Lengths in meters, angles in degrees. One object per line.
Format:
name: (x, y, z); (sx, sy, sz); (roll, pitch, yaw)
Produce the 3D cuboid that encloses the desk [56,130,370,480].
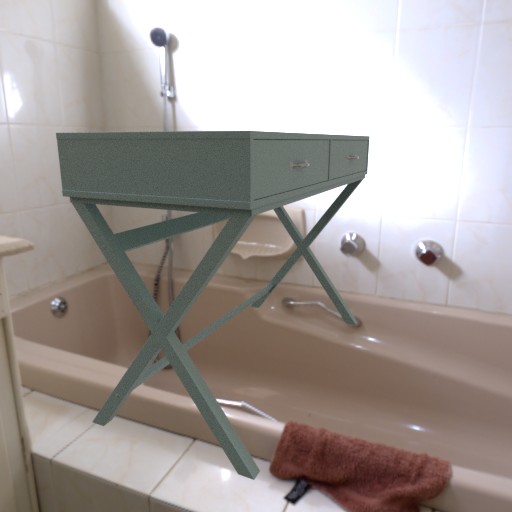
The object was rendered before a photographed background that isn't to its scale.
desk: (0.000, 0.000, 1.479); (0.525, 0.780, 1.057); (7, 16, 25)
